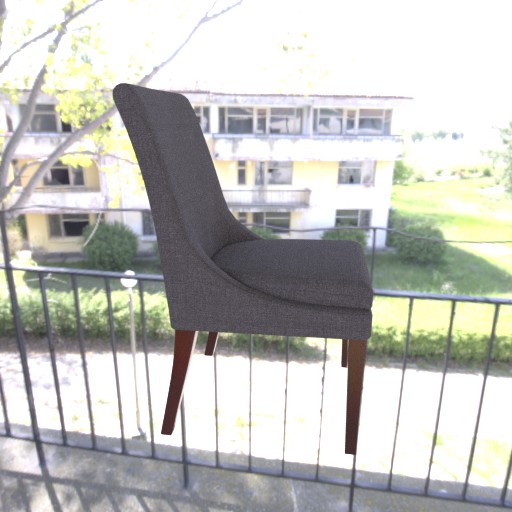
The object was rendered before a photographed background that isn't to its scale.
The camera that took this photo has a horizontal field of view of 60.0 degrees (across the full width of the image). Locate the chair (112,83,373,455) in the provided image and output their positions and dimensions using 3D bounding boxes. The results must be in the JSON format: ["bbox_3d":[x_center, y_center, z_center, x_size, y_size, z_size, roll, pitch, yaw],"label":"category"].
[{"bbox_3d":[0.000,0.000,1.336,0.655,0.952,0.508,3,17,9],"label":"chair"}]
